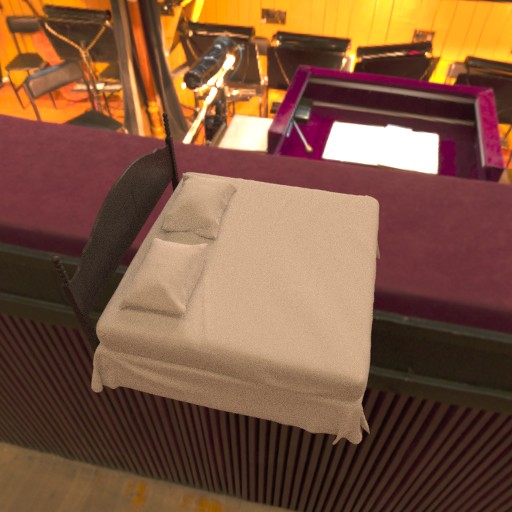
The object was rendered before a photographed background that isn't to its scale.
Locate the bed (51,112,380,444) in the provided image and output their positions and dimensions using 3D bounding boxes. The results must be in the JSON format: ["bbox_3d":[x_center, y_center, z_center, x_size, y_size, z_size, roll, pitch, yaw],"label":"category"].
[{"bbox_3d":[0.000,0.000,3.709,2.219,1.355,2.322,10,47,9],"label":"bed"}]
